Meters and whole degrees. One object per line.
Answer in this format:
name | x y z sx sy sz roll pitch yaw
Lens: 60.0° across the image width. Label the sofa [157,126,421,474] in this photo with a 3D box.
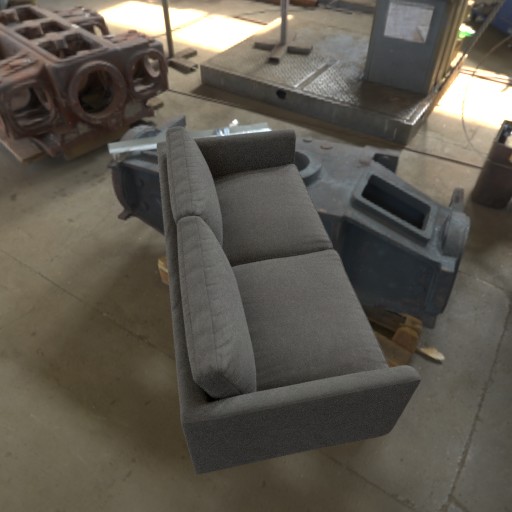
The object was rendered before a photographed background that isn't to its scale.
sofa | 0.000 0.000 2.830 1.092 0.838 2.257 -8 46 -8
